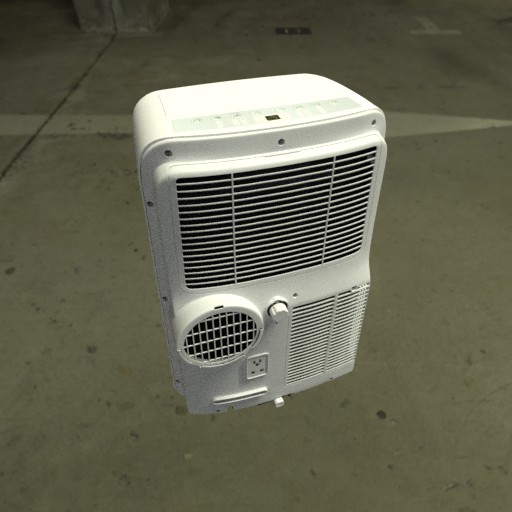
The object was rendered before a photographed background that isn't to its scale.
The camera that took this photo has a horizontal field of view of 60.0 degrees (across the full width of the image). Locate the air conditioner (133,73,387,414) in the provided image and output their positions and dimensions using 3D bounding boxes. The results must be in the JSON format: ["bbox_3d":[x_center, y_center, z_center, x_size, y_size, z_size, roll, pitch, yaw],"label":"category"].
[{"bbox_3d":[0.000,0.000,0.965,0.454,0.700,0.365,-12,43,-13],"label":"air conditioner"}]
